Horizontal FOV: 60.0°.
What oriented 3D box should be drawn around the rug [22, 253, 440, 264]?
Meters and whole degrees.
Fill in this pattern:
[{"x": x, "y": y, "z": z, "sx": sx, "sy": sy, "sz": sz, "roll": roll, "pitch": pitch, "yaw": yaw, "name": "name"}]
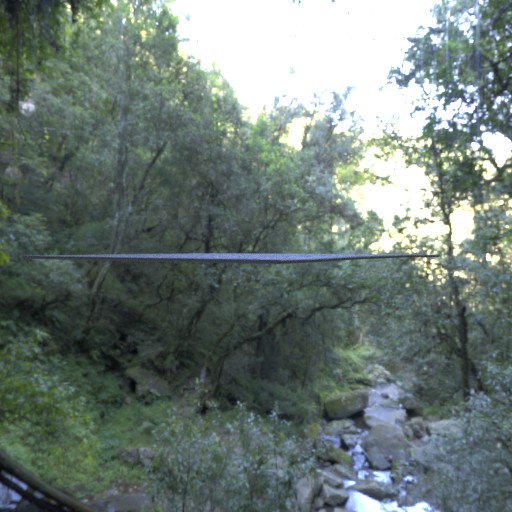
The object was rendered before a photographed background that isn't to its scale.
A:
[{"x": 0.000, "y": 0.000, "z": 4.040, "sx": 2.472, "sy": 0.035, "sz": 3.017, "roll": 0, "pitch": 1, "yaw": 36, "name": "rug"}]
